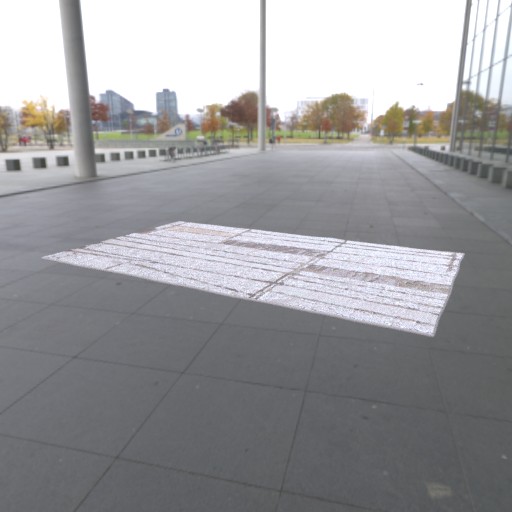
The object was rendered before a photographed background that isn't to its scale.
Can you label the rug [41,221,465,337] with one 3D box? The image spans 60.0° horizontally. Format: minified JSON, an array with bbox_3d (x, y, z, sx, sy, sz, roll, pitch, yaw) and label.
[{"bbox_3d":[0.000,0.000,1.049,0.867,0.007,0.515,8,17,28],"label":"rug"}]
